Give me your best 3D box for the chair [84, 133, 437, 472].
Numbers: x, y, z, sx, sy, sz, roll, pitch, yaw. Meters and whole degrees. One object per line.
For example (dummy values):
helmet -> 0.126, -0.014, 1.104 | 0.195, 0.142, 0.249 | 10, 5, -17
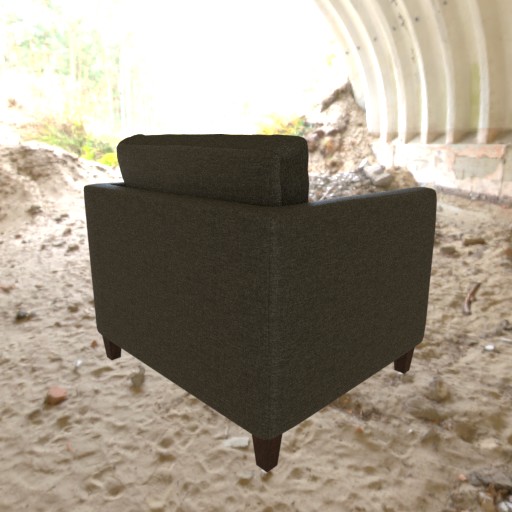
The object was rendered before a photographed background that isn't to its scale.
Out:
chair -> 0.000, 0.000, 1.806 | 0.959, 0.963, 1.107 | -14, 20, -43
